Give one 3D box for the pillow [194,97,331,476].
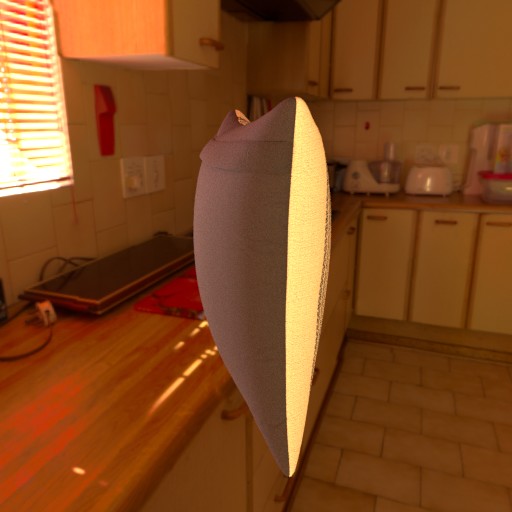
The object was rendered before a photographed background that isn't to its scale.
[{"bbox_3d":[0.000,0.000,0.629,0.173,0.406,0.405,-3,17,-10],"label":"pillow"}]
